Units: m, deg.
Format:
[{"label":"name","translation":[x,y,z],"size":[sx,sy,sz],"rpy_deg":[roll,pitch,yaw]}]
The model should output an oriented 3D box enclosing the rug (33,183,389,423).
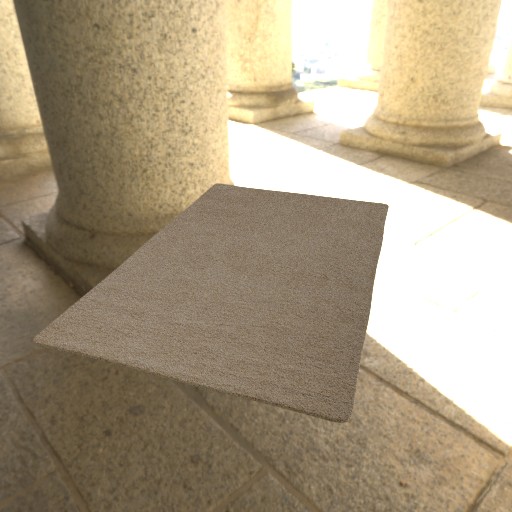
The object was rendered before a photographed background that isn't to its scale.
[{"label":"rug","translation":[0.000,0.000,3.376],"size":[1.801,0.024,2.700],"rpy_deg":[9,31,16]}]
